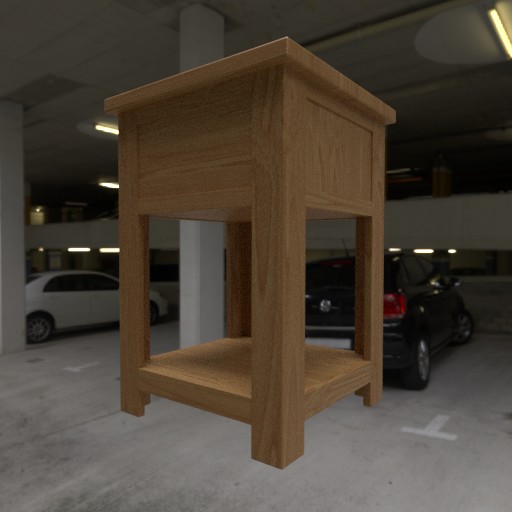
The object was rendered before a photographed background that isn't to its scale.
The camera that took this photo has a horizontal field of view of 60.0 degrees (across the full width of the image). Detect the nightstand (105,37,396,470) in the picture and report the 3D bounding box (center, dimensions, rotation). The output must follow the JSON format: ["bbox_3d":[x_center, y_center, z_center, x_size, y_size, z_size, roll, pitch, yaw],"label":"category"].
[{"bbox_3d":[0.000,0.000,0.908,0.428,0.614,0.418,1,1,37],"label":"nightstand"}]
